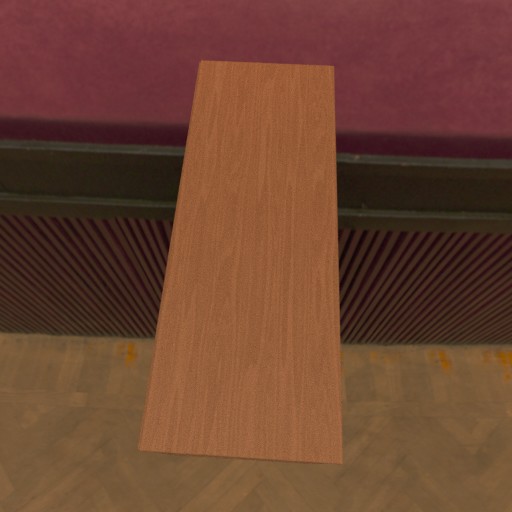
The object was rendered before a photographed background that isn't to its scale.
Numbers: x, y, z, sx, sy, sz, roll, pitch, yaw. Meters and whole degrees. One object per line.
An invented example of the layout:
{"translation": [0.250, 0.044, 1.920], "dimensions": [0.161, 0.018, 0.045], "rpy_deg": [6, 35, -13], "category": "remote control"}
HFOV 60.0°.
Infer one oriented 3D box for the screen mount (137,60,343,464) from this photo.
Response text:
{"translation": [0.000, 0.000, 1.296], "dimensions": [0.406, 0.432, 1.084], "rpy_deg": [3, 65, 1], "category": "screen mount"}
